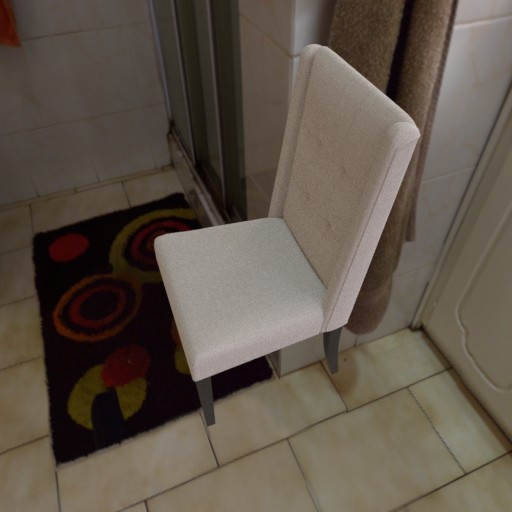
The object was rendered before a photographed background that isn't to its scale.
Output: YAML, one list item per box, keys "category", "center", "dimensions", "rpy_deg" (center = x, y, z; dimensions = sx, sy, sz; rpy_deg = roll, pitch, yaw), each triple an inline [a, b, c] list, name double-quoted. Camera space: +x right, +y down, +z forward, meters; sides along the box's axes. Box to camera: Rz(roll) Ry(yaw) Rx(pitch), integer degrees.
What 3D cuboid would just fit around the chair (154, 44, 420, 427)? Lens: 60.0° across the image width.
- category: "chair"
  center: [0.000, 0.000, 1.258]
  dimensions: [0.523, 0.961, 0.474]
  rpy_deg: [-15, 49, -14]
